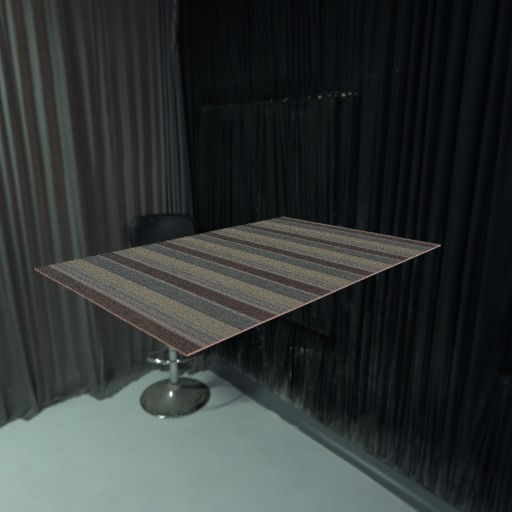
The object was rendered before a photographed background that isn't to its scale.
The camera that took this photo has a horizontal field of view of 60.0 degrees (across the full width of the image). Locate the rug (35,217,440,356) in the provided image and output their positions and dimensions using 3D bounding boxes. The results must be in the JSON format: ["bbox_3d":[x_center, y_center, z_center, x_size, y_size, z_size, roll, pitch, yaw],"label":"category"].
[{"bbox_3d":[0.000,0.000,2.361,1.219,0.008,1.829,15,22,42],"label":"rug"}]
